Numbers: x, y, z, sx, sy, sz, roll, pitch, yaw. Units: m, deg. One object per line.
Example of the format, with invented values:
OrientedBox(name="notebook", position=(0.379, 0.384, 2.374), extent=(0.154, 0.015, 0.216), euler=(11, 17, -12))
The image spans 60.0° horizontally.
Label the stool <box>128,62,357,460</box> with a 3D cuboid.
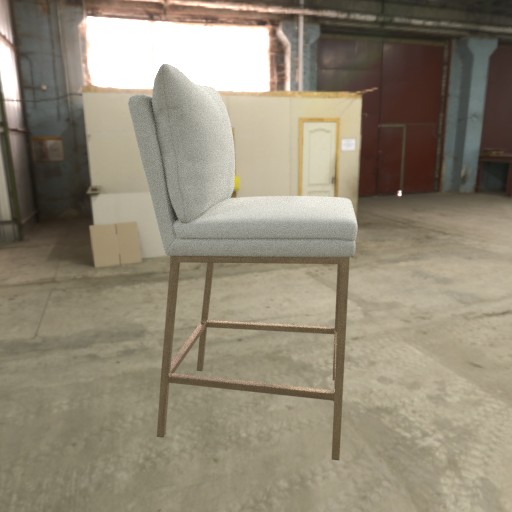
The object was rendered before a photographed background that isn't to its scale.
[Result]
OrientedBox(name="stool", position=(0.000, 0.000, 1.345), extent=(0.572, 1.032, 0.463), euler=(2, 14, 9))
